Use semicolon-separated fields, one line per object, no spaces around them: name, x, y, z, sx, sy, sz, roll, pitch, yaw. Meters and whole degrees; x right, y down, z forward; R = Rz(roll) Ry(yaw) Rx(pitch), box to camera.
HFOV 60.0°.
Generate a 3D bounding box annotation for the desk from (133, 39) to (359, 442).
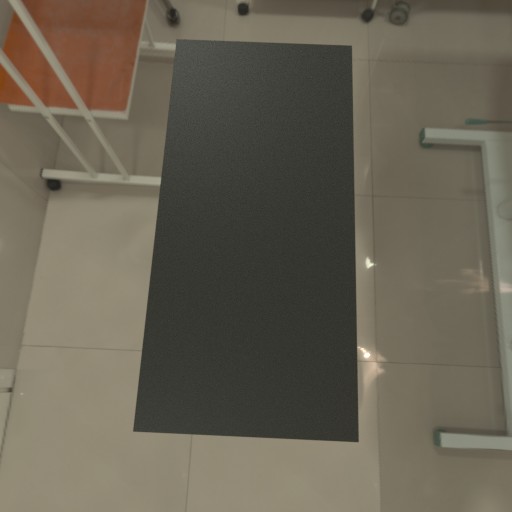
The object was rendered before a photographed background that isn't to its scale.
desk;0.000;0.000;1.506;0.504;0.780;1.057;2;74;1
